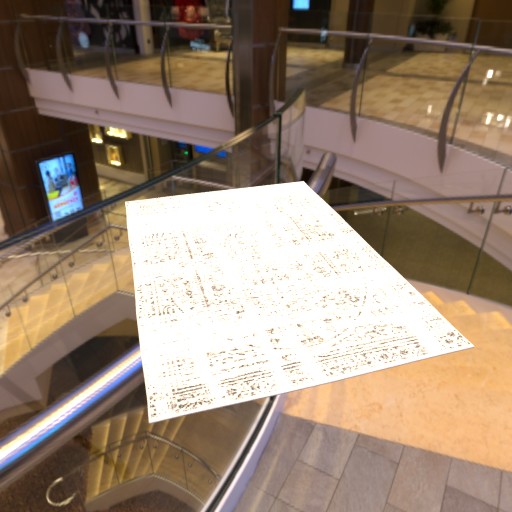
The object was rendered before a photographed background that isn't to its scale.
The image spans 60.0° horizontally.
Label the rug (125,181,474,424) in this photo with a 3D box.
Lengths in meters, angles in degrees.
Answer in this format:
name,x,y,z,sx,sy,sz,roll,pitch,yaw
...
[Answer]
name,x,y,z,sx,sy,sz,roll,pitch,yaw
rug,0.000,0.000,3.133,1.706,0.026,2.438,-9,32,-14
